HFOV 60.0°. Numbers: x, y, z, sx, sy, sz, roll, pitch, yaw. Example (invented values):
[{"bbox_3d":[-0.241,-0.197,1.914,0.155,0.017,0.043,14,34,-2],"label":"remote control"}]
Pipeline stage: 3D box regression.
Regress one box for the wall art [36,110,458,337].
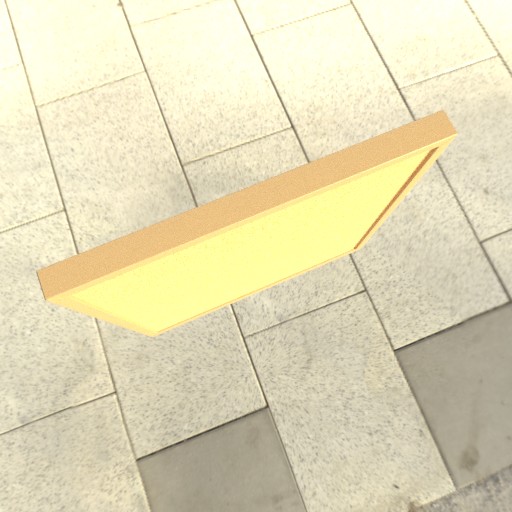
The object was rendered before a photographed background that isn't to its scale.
[{"bbox_3d":[0.000,0.000,0.752,0.509,0.509,0.036,-22,76,-6],"label":"wall art"}]
